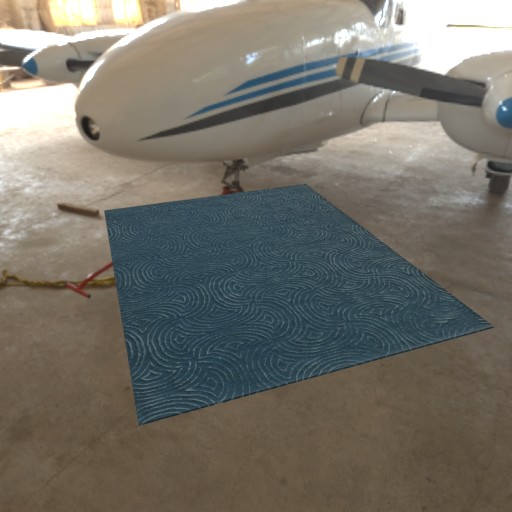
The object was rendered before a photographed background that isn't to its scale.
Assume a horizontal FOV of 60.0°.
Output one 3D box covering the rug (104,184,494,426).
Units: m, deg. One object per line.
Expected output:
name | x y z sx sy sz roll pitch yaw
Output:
rug | 0.000 0.000 3.967 2.432 0.012 3.033 -10 31 -17
